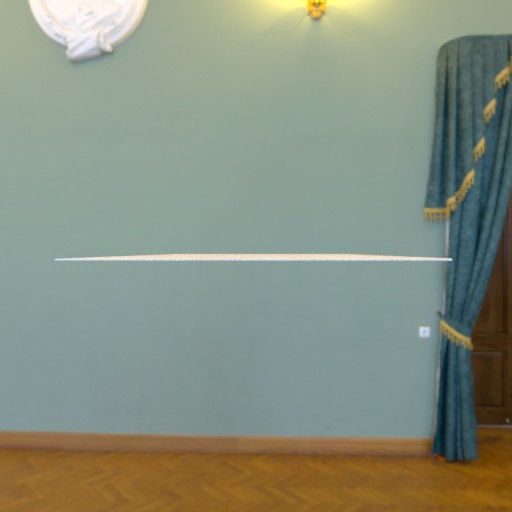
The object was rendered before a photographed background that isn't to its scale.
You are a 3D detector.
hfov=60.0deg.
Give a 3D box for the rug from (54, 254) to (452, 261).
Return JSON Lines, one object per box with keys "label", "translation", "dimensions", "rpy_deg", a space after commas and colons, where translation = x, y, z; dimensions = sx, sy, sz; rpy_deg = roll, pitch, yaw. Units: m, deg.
{"label": "rug", "translation": [0.000, 0.000, 2.278], "dimensions": [1.236, 0.009, 1.839], "rpy_deg": [0, 1, 1]}
